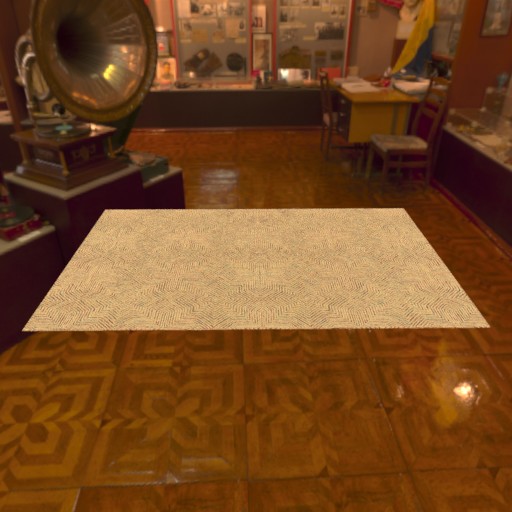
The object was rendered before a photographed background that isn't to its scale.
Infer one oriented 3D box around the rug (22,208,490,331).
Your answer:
[{"bbox_3d":[0.000,0.000,2.951,2.428,0.007,1.519,0,30,-1],"label":"rug"}]
